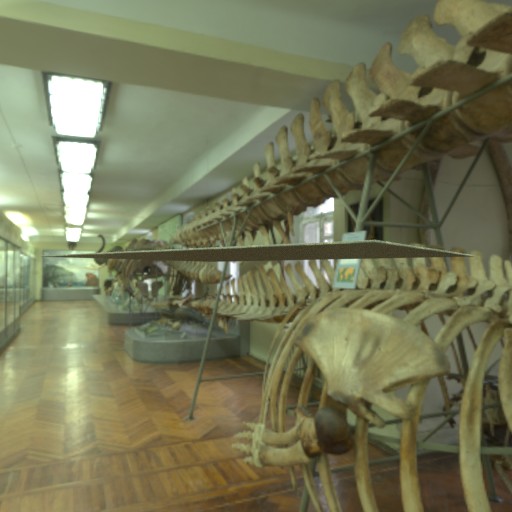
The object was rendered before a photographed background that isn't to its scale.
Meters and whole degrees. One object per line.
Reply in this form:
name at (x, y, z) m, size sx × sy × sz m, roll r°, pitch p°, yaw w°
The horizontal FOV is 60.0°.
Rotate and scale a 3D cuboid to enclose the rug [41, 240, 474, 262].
rug at (0.000, 0.000, 4.235) m, size 3.353 × 0.013 × 2.438 m, roll -2°, pitch -3°, yaw 37°
